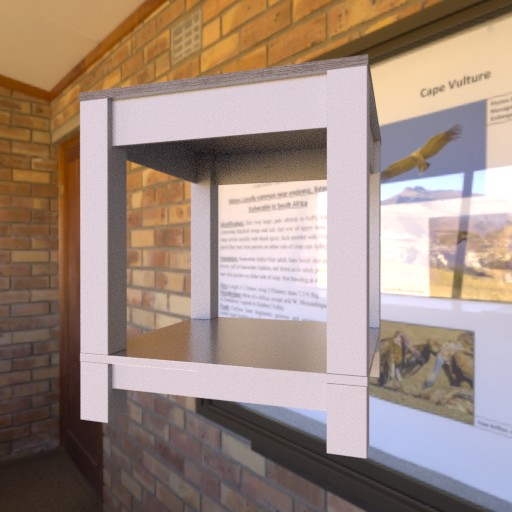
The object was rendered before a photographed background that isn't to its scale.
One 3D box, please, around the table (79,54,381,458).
[{"bbox_3d":[0.000,0.000,0.961,0.504,0.587,0.506,0,0,18],"label":"table"}]
